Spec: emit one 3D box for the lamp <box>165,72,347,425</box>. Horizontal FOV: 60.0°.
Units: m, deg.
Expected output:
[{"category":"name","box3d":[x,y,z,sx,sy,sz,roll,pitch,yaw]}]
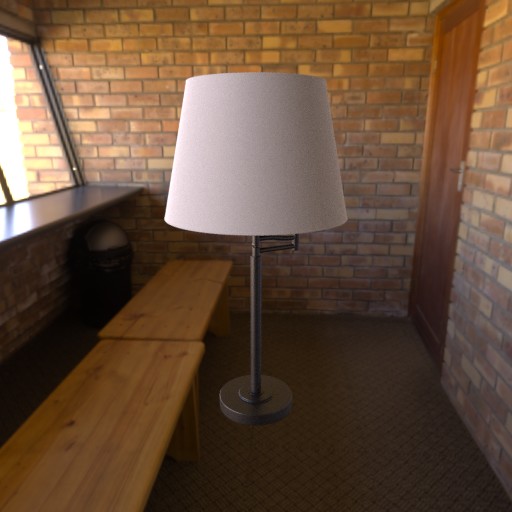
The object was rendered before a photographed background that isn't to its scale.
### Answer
[{"category":"lamp","box3d":[0.000,0.000,0.919,0.363,0.696,0.363,0,15,0]}]
